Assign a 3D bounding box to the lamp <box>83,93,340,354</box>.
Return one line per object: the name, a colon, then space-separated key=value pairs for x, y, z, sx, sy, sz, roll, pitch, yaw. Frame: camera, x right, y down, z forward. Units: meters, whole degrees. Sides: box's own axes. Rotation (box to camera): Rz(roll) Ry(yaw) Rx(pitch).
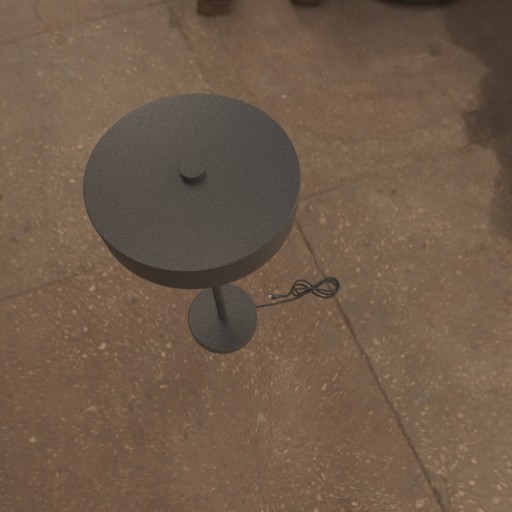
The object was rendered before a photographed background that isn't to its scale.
lamp: x=0.000 y=0.000 z=0.697 sx=0.369 sy=0.508 sz=0.229 roll=-17 pitch=65 yaw=-8
